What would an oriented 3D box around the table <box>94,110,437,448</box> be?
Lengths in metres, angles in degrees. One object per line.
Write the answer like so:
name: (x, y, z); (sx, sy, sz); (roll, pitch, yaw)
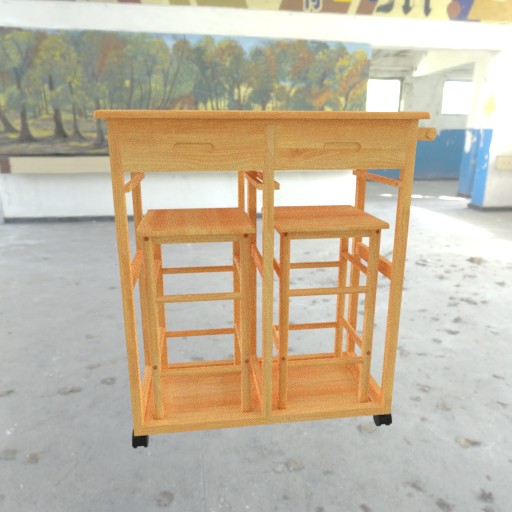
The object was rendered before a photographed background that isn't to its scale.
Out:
table: (0.000, 0.000, 1.376); (0.752, 0.832, 0.693); (-2, 16, -7)
